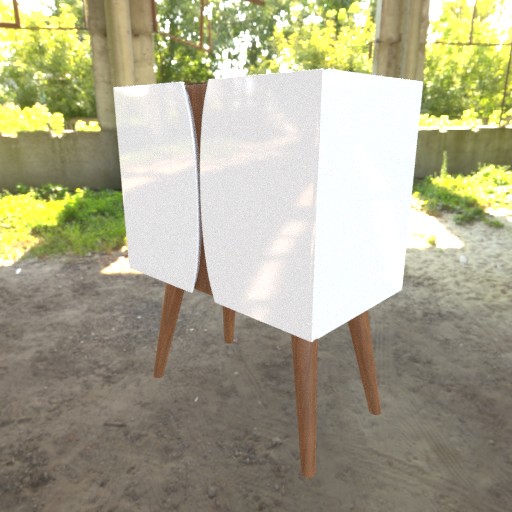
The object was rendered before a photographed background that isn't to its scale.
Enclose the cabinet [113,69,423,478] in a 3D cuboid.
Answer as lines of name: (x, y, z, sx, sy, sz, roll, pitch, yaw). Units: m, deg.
cabinet: (0.000, 0.000, 1.067, 0.591, 0.772, 0.344, 16, 23, 41)
